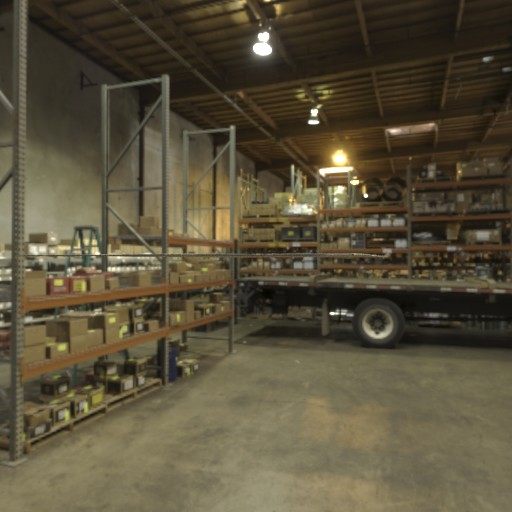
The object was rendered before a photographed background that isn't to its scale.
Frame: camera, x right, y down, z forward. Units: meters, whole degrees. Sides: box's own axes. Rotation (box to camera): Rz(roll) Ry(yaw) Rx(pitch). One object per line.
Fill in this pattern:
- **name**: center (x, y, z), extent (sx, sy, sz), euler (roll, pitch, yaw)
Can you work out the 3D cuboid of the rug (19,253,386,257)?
- **rug**: center (0.000, 0.000, 2.165), extent (1.148, 0.010, 1.754), euler (0, 0, 19)
